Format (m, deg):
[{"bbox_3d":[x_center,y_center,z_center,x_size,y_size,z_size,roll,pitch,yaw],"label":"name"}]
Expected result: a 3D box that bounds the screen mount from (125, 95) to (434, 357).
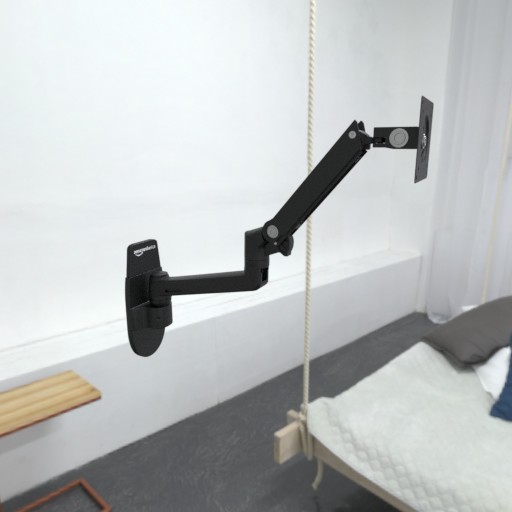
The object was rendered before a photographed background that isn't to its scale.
[{"bbox_3d":[0.000,0.000,0.730,0.495,0.466,0.115,7,16,27],"label":"screen mount"}]
